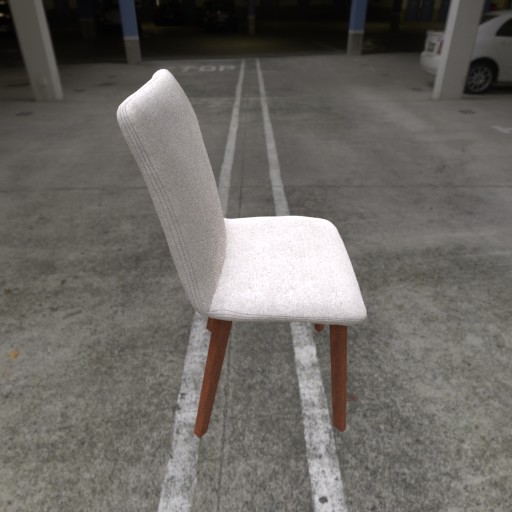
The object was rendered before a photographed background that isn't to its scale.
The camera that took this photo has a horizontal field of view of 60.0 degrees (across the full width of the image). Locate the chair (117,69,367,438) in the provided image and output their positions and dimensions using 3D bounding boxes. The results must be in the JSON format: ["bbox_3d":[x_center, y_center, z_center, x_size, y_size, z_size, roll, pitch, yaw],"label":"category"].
[{"bbox_3d":[0.000,0.000,1.298,0.563,0.974,0.522,-1,32,-1],"label":"chair"}]
